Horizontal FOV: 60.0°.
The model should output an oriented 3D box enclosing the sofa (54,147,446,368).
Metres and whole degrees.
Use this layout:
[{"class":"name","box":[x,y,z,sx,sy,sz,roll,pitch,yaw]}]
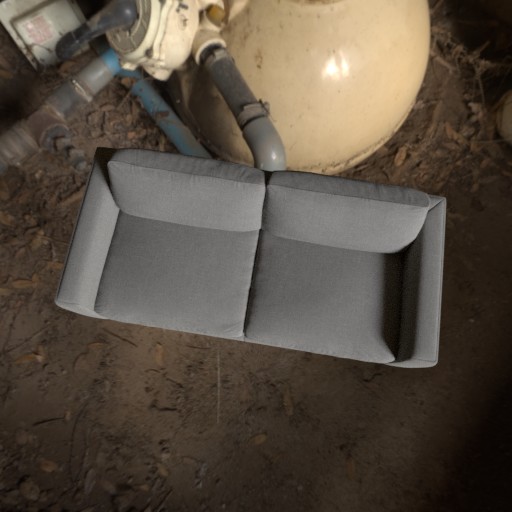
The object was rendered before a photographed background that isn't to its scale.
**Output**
[{"class":"sofa","box":[0.000,0.000,2.804,2.262,0.801,1.070,9,75,2]}]
